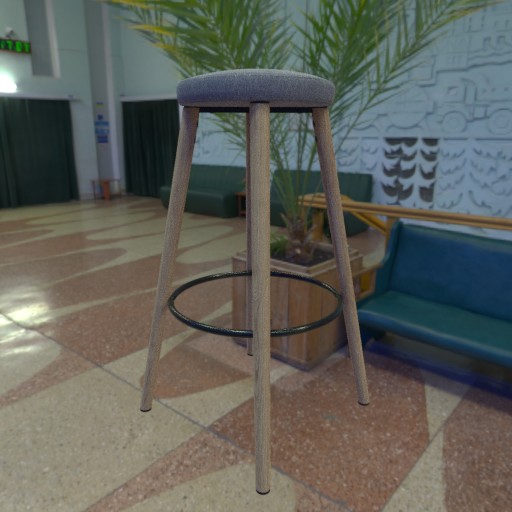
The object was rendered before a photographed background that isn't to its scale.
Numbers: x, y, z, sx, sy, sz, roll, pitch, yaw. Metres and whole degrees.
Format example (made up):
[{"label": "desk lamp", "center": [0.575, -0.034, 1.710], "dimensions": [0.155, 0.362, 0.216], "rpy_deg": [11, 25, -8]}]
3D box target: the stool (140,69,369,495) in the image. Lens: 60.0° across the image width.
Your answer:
[{"label": "stool", "center": [0.000, 0.000, 0.998], "dimensions": [0.410, 0.770, 0.410], "rpy_deg": [13, 20, 40]}]
